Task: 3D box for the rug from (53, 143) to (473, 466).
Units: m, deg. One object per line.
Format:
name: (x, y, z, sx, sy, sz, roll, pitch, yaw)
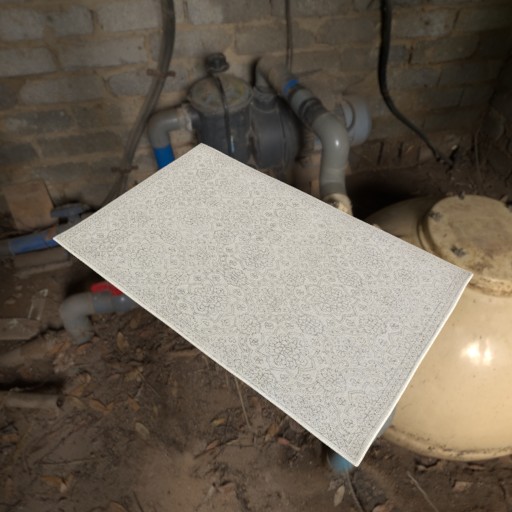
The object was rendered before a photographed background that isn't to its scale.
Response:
rug: (0.000, 0.000, 2.397, 1.947, 0.023, 1.214, 30, 55, 25)
